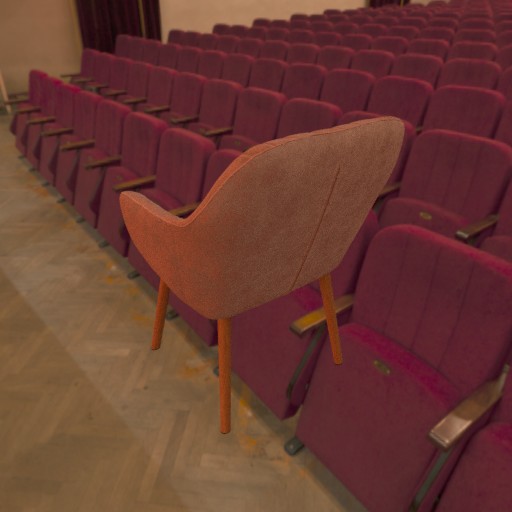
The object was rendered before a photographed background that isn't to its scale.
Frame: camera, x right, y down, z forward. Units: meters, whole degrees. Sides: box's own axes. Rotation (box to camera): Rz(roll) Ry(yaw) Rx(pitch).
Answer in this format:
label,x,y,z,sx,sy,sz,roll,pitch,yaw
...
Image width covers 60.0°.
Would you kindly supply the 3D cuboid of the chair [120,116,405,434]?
label,x,y,z,sx,sy,sz,roll,pitch,yaw
chair,0.000,0.000,1.253,0.610,0.832,0.570,-21,36,-31
